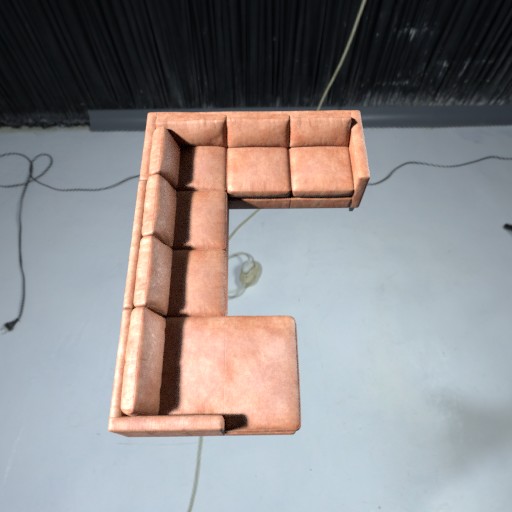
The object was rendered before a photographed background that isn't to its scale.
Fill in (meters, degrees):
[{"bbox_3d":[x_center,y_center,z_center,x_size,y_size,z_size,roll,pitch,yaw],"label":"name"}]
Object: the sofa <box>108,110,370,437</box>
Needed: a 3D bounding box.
[{"bbox_3d":[0.000,0.000,4.569,2.430,0.832,3.401,-1,64,0],"label":"sofa"}]
